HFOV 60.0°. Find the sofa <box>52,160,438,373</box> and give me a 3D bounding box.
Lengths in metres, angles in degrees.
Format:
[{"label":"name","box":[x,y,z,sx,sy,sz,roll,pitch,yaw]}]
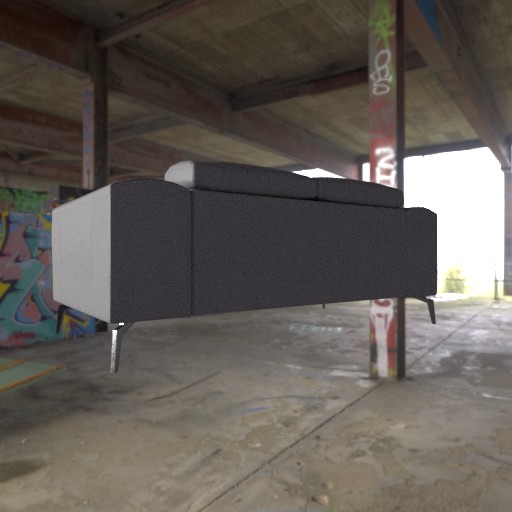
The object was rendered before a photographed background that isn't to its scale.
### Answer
[{"label":"sofa","box":[0.000,0.000,2.399,1.895,0.779,1.003,0,0,-35]}]
